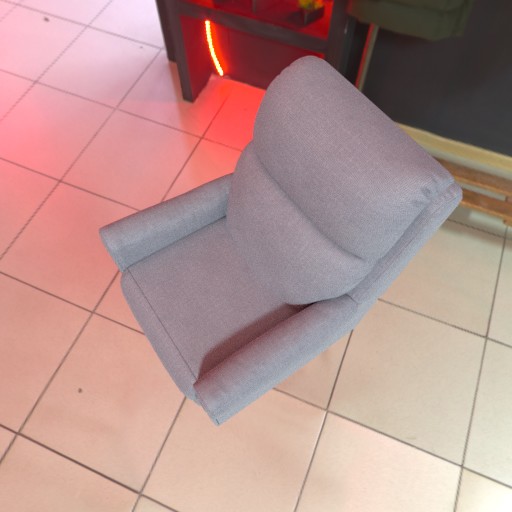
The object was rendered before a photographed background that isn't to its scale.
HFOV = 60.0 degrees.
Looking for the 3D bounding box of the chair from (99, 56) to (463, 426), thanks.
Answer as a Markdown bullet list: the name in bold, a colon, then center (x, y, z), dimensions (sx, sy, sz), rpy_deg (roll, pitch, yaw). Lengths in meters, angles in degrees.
- **chair**: center (0.000, 0.000, 1.707), dimensions (1.014, 1.054, 0.838), rpy_deg (-32, 67, -15)
